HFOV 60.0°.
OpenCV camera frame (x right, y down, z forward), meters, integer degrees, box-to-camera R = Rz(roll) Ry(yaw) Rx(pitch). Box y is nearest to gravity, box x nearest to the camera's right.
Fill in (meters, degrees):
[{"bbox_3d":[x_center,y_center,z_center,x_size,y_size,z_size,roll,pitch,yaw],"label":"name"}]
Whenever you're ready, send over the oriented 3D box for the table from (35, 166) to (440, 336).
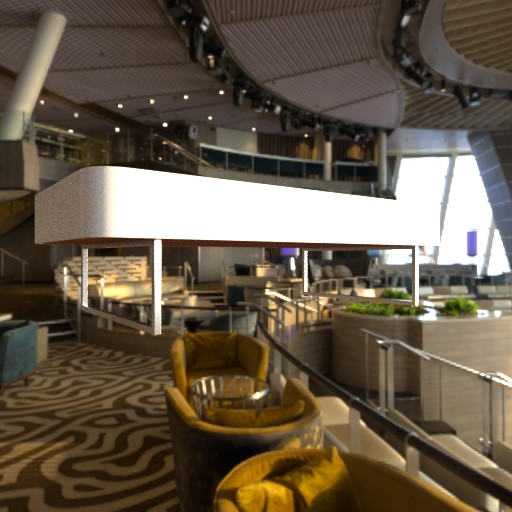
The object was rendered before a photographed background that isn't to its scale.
[{"bbox_3d":[0.000,0.000,1.414,1.200,0.340,0.600,0,0,-36],"label":"table"}]
